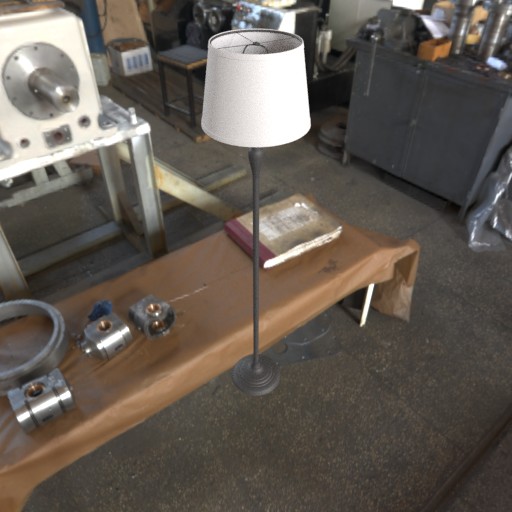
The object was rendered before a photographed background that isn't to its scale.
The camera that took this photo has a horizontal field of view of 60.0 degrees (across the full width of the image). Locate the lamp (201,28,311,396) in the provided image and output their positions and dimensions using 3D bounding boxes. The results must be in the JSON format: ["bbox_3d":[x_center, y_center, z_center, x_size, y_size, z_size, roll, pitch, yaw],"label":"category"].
[{"bbox_3d":[0.000,0.000,1.670,0.327,1.506,0.327,12,42,13],"label":"lamp"}]
